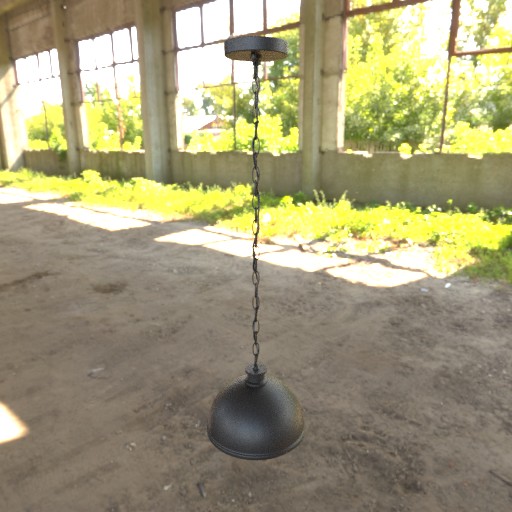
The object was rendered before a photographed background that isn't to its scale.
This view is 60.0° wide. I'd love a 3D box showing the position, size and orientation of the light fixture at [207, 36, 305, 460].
[{"bbox_3d":[0.000,0.000,1.236,0.304,1.090,0.304,2,15,7],"label":"light fixture"}]
